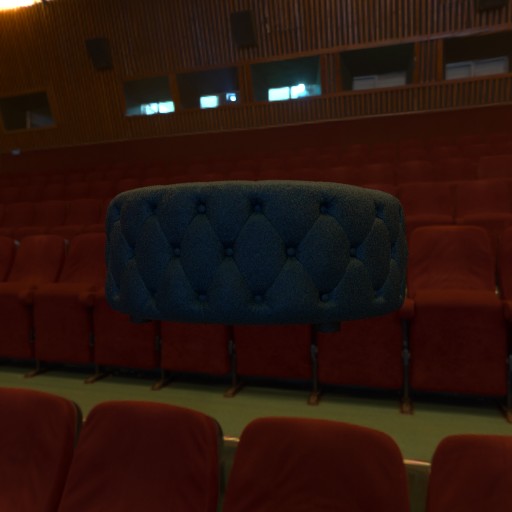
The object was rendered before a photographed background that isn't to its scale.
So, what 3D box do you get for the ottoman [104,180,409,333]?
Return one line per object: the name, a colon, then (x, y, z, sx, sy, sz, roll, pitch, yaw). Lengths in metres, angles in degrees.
ottoman: (0.000, 0.000, 1.531, 0.998, 0.398, 0.998, 0, 0, 0)
